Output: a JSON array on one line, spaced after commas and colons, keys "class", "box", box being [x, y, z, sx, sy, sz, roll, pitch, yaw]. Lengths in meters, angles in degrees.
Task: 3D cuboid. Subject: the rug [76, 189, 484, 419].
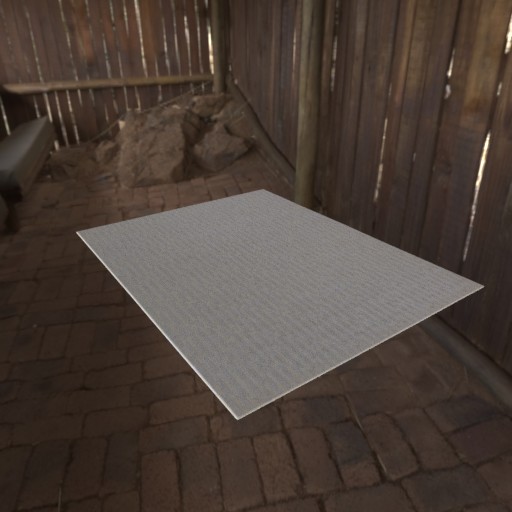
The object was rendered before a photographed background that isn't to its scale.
[{"class": "rug", "box": [0.000, 0.000, 4.109, 2.410, 0.021, 3.055, -18, 32, -31]}]
